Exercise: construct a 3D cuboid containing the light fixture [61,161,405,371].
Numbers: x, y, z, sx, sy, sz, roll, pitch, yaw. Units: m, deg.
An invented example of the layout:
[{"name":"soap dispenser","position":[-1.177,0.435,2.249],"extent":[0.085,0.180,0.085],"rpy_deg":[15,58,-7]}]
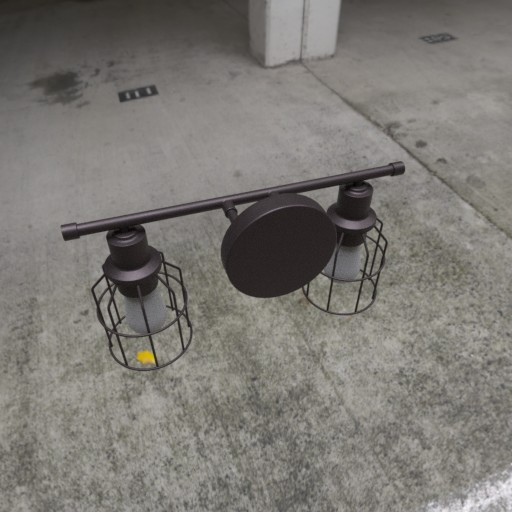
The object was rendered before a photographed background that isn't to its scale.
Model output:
[{"name":"light fixture","position":[0.000,0.000,0.537],"extent":[0.406,0.254,0.165],"rpy_deg":[-13,43,-14]}]
